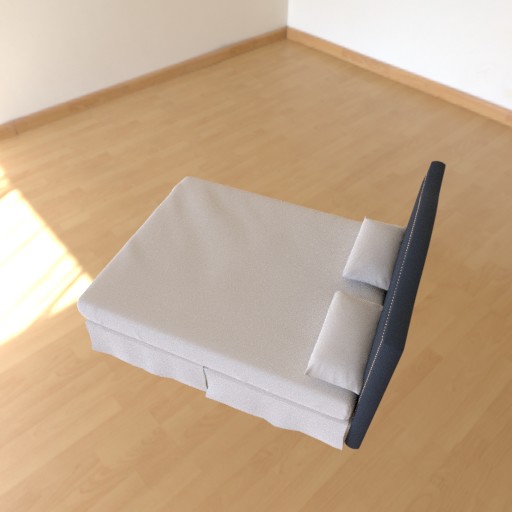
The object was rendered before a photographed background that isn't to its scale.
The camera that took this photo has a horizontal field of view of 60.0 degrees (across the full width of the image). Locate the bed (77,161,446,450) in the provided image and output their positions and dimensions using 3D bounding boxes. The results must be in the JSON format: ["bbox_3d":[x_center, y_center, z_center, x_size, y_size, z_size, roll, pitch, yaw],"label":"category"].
[{"bbox_3d":[0.000,0.000,3.447,2.282,1.436,1.821,17,49,16],"label":"bed"}]
